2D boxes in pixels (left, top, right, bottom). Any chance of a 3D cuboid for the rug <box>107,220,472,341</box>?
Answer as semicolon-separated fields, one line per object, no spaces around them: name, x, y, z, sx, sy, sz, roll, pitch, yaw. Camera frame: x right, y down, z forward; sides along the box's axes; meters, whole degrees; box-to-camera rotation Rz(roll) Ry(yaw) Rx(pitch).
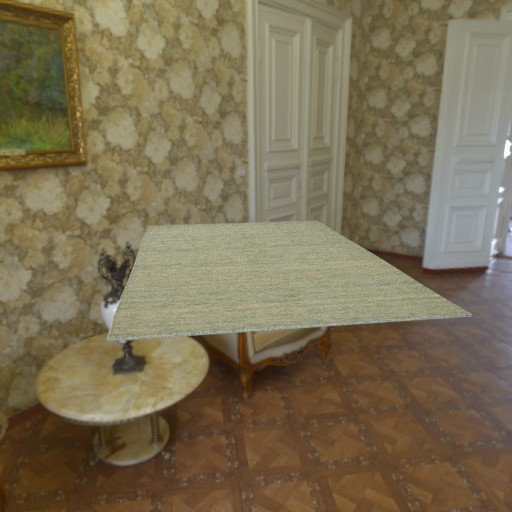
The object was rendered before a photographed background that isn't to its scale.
rug;0.000;0.000;2.905;1.547;0.013;2.283;-2;15;-9
